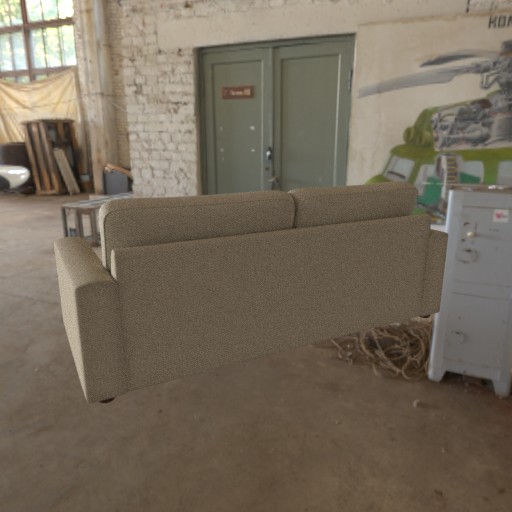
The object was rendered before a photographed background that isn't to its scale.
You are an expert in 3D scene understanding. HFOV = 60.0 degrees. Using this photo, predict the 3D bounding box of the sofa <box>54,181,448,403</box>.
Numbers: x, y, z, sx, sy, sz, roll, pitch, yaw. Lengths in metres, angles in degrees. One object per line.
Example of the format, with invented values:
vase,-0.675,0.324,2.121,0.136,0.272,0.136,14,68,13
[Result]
sofa,0.000,0.000,2.709,2.179,0.873,1.016,-8,17,-27
